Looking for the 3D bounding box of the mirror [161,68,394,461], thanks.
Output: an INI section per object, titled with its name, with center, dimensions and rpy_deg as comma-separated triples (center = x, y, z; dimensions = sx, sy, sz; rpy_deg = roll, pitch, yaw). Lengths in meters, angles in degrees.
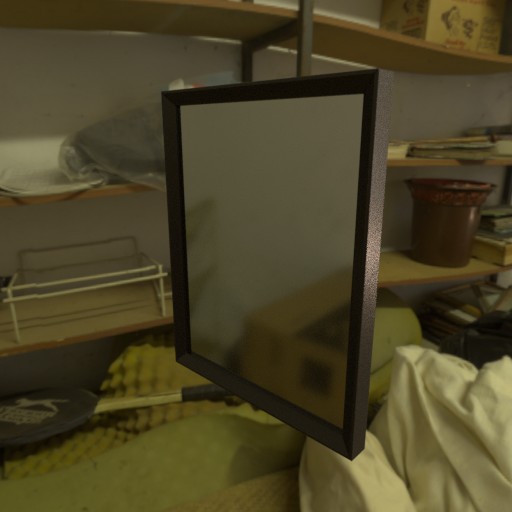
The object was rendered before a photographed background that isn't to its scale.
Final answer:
[mirror]
center = 0.000, 0.000, 0.697
dimensions = 0.406, 0.509, 0.041
rpy_deg = 14, 21, 42
